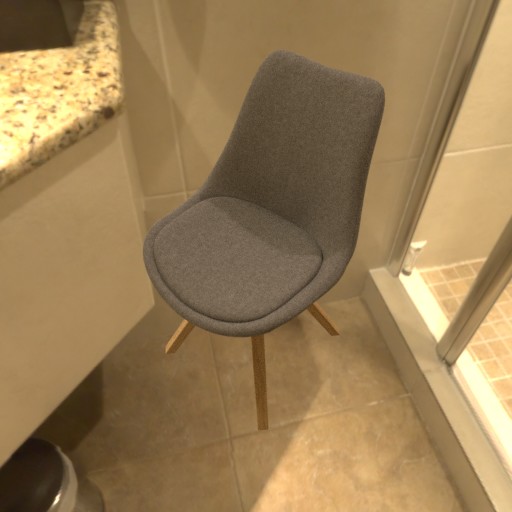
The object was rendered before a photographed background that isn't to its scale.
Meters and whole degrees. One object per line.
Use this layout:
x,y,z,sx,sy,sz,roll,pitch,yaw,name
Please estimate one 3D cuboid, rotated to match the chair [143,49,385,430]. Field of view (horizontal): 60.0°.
0.000,0.000,1.195,0.483,0.865,0.550,31,55,25,chair
